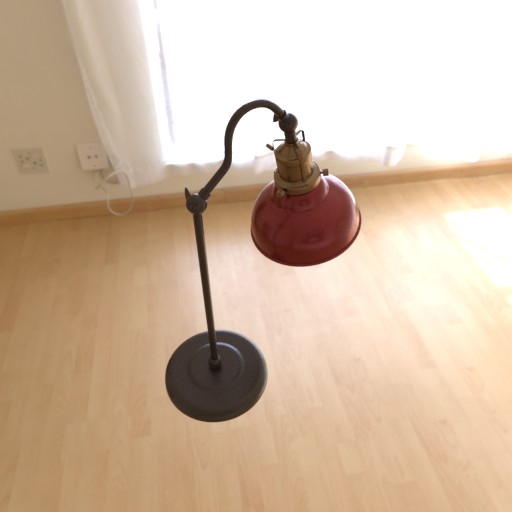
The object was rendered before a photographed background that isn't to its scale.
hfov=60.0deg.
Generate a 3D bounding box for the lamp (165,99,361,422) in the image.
[{"bbox_3d":[0.000,0.000,0.703,0.374,0.508,0.192,-26,48,-25],"label":"lamp"}]
